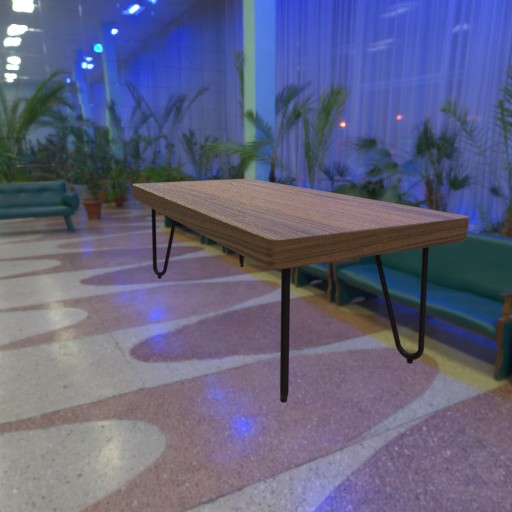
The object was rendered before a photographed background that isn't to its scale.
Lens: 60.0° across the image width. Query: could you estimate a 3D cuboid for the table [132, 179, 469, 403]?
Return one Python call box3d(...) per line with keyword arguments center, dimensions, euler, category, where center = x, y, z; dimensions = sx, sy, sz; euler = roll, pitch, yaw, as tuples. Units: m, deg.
box3d(center=(0.000, 0.000, 1.729), dimensions=(0.637, 0.468, 1.375), euler=(-8, 17, -26), category="table")
